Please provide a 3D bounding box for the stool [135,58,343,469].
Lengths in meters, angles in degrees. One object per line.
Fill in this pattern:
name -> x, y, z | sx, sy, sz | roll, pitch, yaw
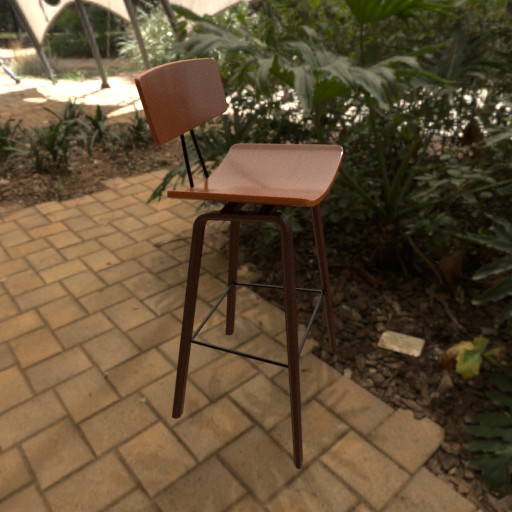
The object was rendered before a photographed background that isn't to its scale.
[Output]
stool -> 0.000, 0.000, 1.227 | 0.440, 0.969, 0.509 | 10, 32, 17
